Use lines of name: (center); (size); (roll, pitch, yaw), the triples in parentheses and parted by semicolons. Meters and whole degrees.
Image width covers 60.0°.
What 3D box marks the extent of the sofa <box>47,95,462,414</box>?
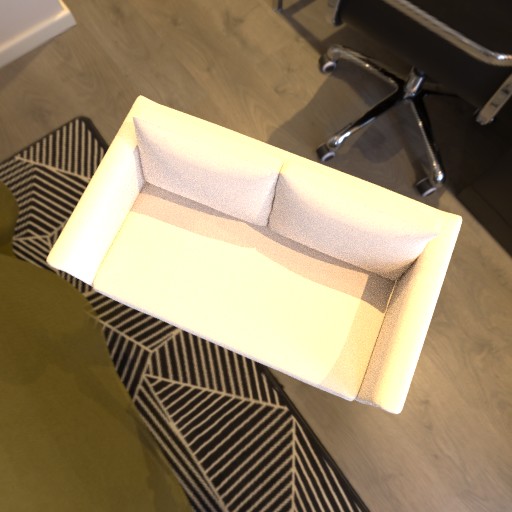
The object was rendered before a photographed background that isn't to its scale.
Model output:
sofa: (0.000, 0.000, 2.127); (1.598, 0.873, 0.905); (22, 76, 6)
